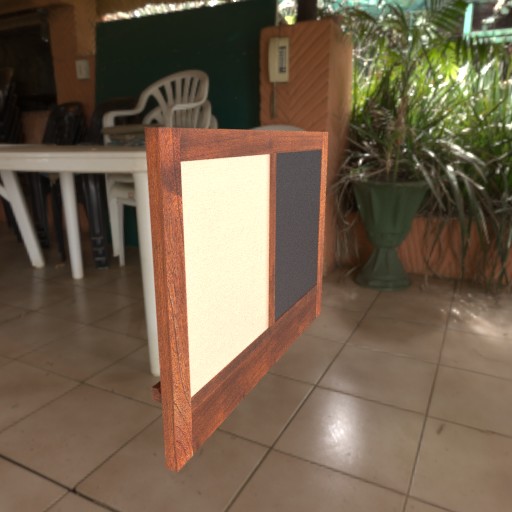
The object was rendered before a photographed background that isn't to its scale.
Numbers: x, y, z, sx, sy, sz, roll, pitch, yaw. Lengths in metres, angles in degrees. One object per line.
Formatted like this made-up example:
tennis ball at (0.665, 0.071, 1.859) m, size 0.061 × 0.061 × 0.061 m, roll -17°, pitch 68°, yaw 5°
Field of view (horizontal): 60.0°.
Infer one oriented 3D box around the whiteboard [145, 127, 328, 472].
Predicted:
whiteboard at (0.000, 0.000, 1.016) m, size 0.083 × 0.553 × 0.768 m, roll 7°, pitch 17°, yaw 25°
